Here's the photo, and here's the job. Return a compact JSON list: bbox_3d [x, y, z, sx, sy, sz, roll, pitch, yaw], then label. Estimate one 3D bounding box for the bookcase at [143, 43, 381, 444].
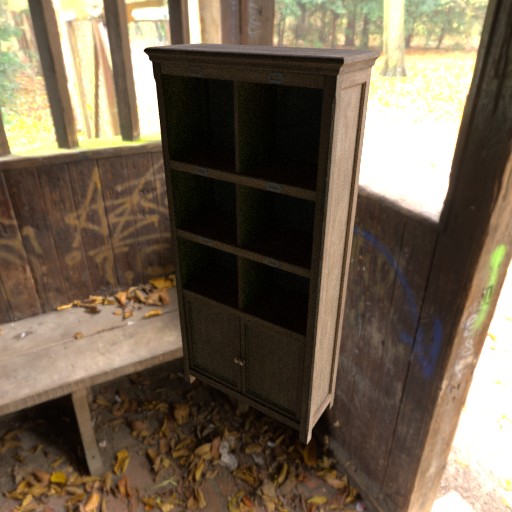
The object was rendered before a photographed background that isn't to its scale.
[{"bbox_3d":[0.000,0.000,2.216,0.906,1.880,0.348,17,33,29],"label":"bookcase"}]
